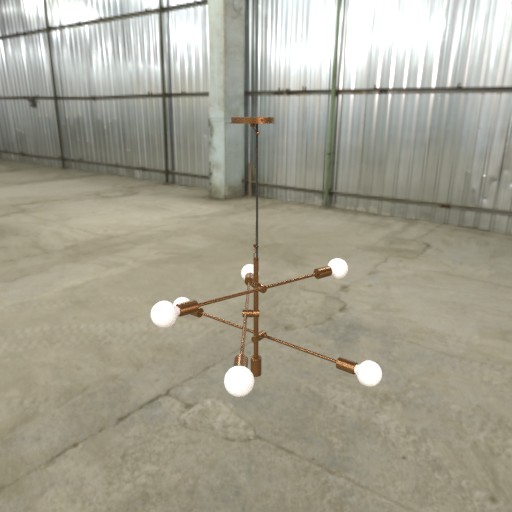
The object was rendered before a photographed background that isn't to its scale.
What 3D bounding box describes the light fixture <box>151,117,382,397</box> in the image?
[{"bbox_3d":[0.000,0.000,1.245,0.637,0.744,0.682,-8,19,-23],"label":"light fixture"}]
